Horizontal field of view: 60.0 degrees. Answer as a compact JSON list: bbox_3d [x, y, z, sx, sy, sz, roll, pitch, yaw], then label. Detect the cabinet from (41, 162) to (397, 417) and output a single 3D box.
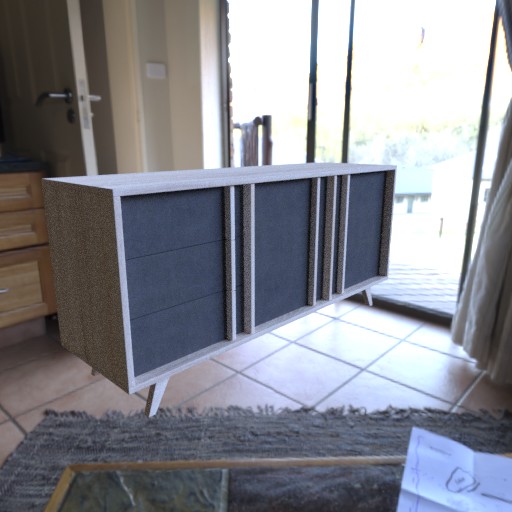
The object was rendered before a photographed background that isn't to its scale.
[{"bbox_3d":[0.000,0.000,2.058,0.500,0.780,1.650,14,20,42],"label":"cabinet"}]
